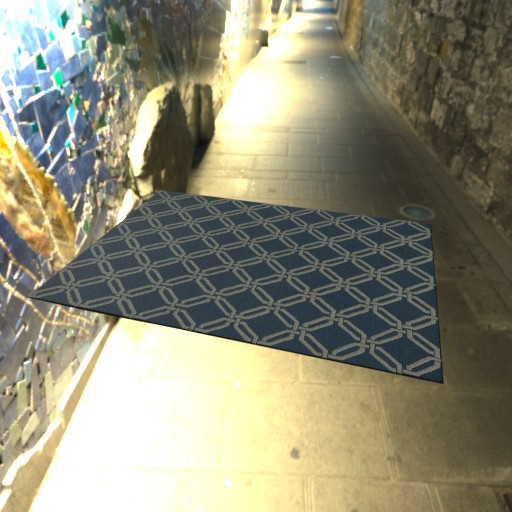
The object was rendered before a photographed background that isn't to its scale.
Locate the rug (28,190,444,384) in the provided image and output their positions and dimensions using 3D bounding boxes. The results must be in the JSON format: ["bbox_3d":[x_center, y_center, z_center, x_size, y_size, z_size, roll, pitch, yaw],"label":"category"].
[{"bbox_3d":[0.000,0.000,4.357,3.342,0.018,2.432,9,32,14],"label":"rug"}]
